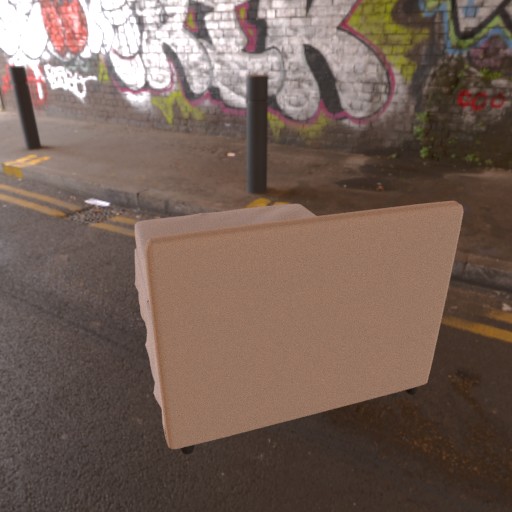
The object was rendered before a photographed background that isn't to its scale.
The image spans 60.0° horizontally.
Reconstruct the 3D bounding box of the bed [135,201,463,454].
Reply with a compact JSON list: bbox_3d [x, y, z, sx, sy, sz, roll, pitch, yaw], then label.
[{"bbox_3d":[0.000,0.000,3.309,1.748,1.330,2.142,-8,27,-17],"label":"bed"}]
